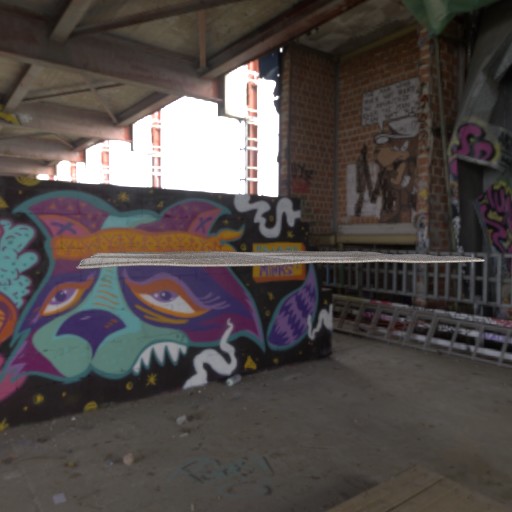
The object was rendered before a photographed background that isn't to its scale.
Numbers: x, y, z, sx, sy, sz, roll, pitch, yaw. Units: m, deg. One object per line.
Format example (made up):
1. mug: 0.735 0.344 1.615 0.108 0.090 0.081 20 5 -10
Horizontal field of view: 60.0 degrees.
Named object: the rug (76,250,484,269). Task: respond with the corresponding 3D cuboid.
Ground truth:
1. rug: 0.000 0.000 0.909 0.642 0.008 0.551 -1 2 -17
